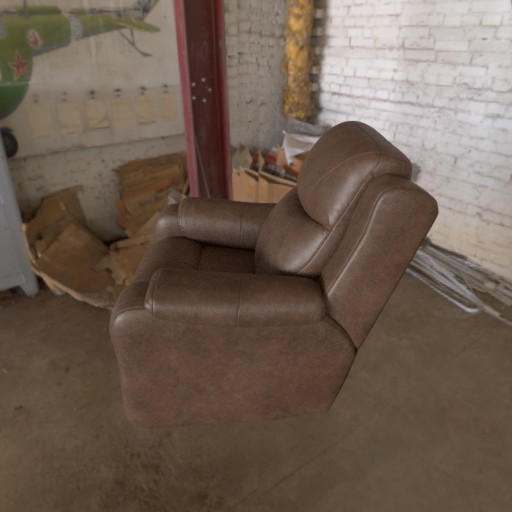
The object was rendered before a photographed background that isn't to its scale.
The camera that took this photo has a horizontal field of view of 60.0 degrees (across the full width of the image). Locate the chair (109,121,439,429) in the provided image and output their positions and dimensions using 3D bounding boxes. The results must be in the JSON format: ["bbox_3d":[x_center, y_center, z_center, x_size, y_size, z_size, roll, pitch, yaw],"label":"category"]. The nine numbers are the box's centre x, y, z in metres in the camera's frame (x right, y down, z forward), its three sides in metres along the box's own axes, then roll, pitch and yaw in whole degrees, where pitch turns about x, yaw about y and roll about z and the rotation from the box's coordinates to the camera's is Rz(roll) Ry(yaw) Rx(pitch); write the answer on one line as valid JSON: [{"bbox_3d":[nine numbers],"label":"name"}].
[{"bbox_3d":[0.000,0.000,1.782,1.067,0.990,0.940,0,27,-1],"label":"chair"}]
